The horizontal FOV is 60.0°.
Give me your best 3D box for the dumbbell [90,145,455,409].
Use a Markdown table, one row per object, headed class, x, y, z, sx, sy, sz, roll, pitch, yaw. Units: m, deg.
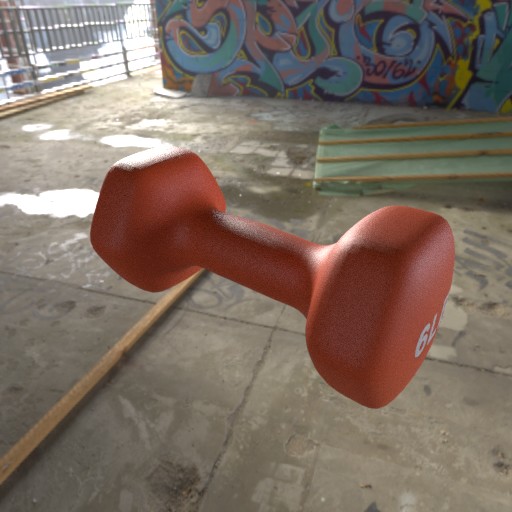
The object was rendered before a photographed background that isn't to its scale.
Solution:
| class | x | y | z | sx | sy | sz | roll | pitch | yaw |
| --- | --- | --- | --- | --- | --- | --- | --- | --- | --- |
| dumbbell | 0.000 | 0.000 | 0.202 | 0.162 | 0.071 | 0.079 | 22 | 37 | 32 |
